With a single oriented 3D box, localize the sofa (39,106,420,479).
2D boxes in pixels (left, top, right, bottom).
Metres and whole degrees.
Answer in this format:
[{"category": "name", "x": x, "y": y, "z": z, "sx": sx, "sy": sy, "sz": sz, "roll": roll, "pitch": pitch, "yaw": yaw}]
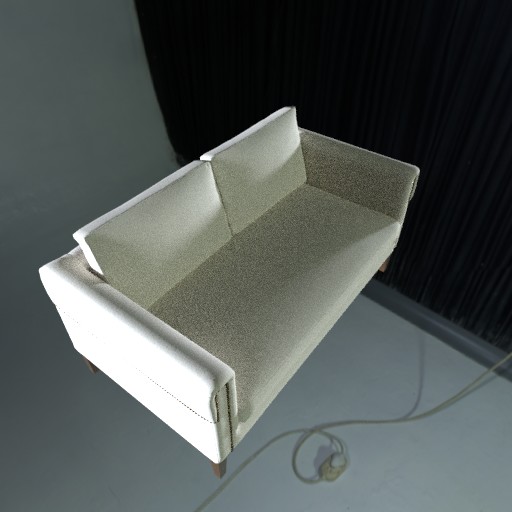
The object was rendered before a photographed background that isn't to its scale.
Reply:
[{"category": "sofa", "x": 0.000, "y": 0.000, "z": 2.105, "sx": 0.905, "sy": 0.873, "sz": 1.598, "roll": 27, "pitch": 49, "yaw": 27}]
